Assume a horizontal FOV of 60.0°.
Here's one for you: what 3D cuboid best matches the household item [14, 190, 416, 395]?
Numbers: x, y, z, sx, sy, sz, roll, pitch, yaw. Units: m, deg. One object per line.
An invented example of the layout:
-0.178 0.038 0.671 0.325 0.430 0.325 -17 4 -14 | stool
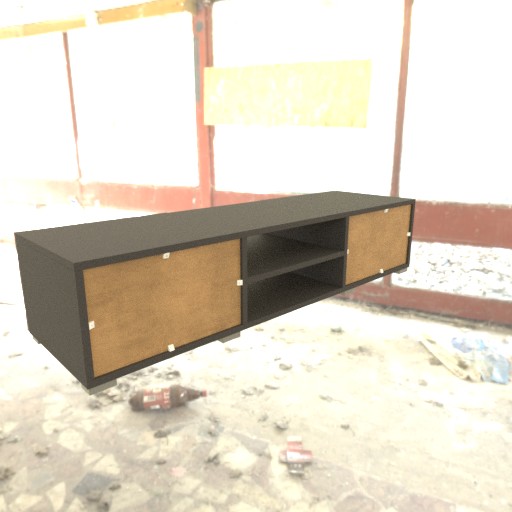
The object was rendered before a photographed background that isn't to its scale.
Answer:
0.000 0.000 1.547 1.400 0.310 0.420 -14 20 -41 | household item
